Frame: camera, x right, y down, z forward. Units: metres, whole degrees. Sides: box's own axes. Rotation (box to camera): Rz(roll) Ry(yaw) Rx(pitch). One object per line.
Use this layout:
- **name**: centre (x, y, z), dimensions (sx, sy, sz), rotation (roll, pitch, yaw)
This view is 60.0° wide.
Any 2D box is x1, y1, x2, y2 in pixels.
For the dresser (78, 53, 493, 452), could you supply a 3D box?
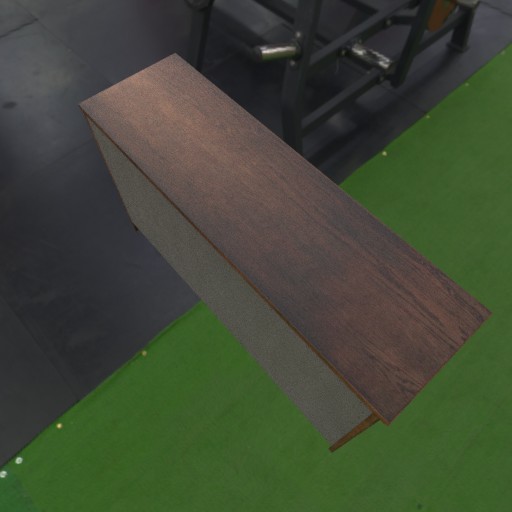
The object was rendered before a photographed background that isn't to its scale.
- **dresser**: centre (0.000, 0.000, 1.857), dimensions (0.463, 0.856, 1.551), rotation (-37, 67, -19)
